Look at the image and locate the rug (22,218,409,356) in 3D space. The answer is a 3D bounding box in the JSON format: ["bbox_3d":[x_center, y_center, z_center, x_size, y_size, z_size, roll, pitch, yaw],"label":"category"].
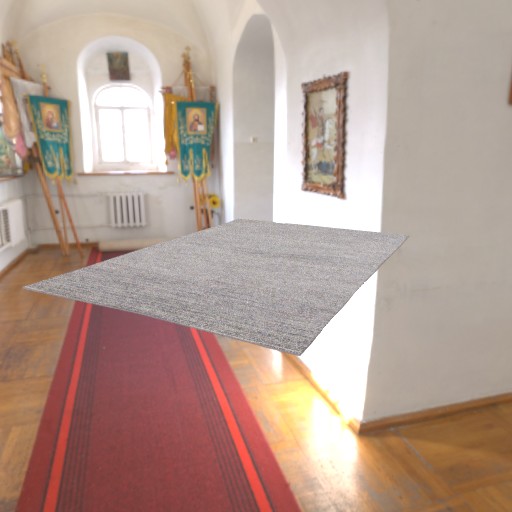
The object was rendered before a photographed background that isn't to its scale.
[{"bbox_3d":[0.000,0.000,2.981,1.604,0.030,2.307,8,17,27],"label":"rug"}]
